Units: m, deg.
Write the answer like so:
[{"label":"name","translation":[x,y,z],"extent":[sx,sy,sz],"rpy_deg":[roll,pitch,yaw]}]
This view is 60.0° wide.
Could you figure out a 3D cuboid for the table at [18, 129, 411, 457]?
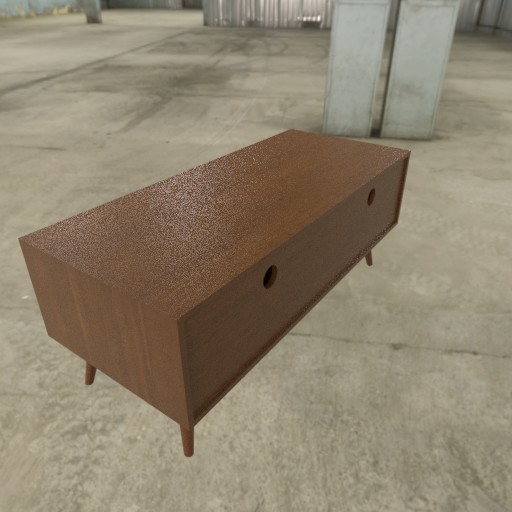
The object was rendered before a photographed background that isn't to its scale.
[{"label":"table","translation":[0.000,0.000,1.355],"extent":[0.490,0.464,1.119],"rpy_deg":[20,36,30]}]
